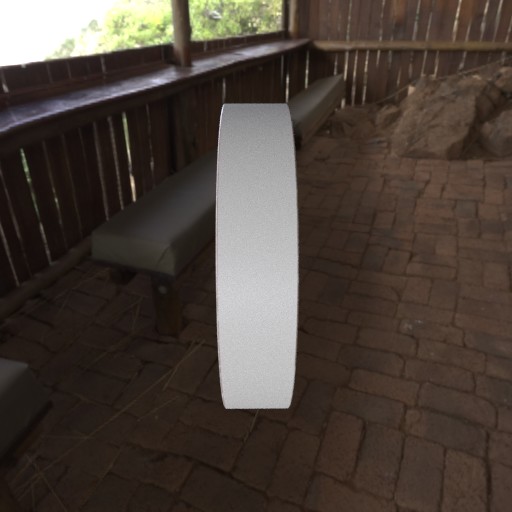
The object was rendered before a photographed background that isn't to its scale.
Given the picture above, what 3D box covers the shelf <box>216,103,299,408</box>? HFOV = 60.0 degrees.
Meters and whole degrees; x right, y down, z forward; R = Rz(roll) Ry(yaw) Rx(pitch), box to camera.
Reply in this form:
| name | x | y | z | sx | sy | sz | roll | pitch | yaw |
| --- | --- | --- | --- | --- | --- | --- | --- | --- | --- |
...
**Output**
| name | x | y | z | sx | sy | sz | roll | pitch | yaw |
| --- | --- | --- | --- | --- | --- | --- | --- | --- | --- |
| shelf | 0.000 | 0.000 | 1.240 | 0.158 | 0.807 | 0.806 | 0 | 31 | 0 |
